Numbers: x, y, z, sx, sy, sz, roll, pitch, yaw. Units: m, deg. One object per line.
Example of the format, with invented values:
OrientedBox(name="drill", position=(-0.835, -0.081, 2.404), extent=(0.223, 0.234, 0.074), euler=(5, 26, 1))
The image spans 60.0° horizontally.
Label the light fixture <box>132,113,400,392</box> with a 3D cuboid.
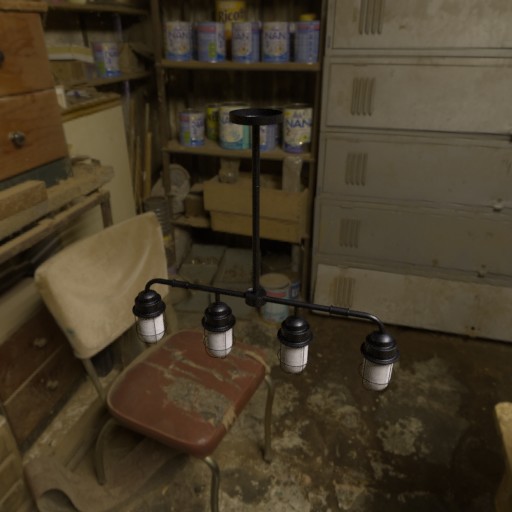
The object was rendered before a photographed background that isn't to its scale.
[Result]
OrientedBox(name="light fixture", position=(0.000, 0.000, 1.258), extent=(0.852, 0.785, 0.131), euler=(8, 28, 16))
